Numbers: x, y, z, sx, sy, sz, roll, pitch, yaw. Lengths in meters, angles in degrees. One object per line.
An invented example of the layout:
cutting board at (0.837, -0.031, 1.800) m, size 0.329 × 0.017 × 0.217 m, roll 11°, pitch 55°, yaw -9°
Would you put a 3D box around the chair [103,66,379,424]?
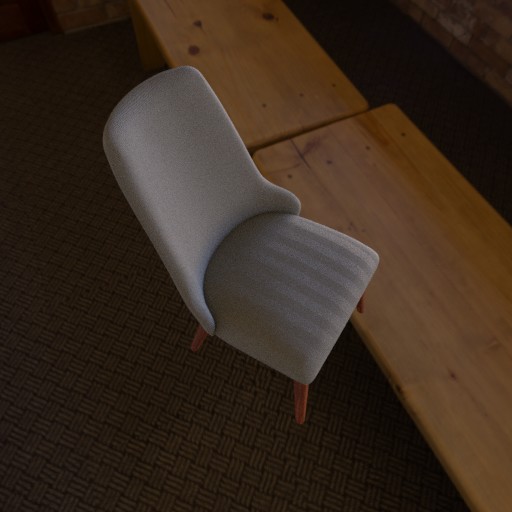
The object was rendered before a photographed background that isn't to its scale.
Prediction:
chair at (0.000, 0.000, 1.351) m, size 0.707 × 0.918 × 0.535 m, roll 29°, pitch 63°, yaw 17°
